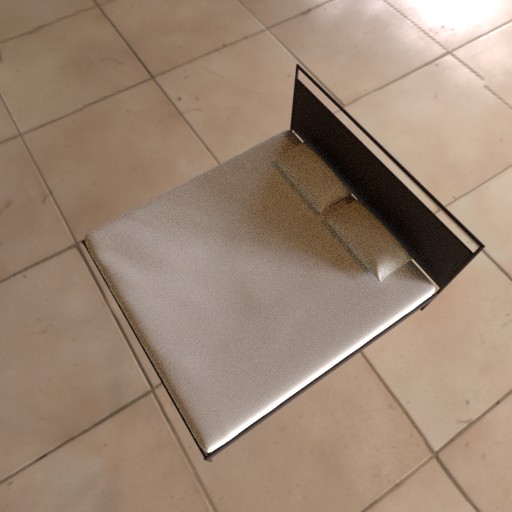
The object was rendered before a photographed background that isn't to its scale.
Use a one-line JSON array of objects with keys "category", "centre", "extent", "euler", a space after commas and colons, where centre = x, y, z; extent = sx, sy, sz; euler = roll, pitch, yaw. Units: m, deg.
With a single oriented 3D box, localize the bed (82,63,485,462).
[{"category": "bed", "centre": [0.000, 0.000, 3.410], "extent": [2.151, 1.173, 1.993], "euler": [-31, 67, -15]}]
